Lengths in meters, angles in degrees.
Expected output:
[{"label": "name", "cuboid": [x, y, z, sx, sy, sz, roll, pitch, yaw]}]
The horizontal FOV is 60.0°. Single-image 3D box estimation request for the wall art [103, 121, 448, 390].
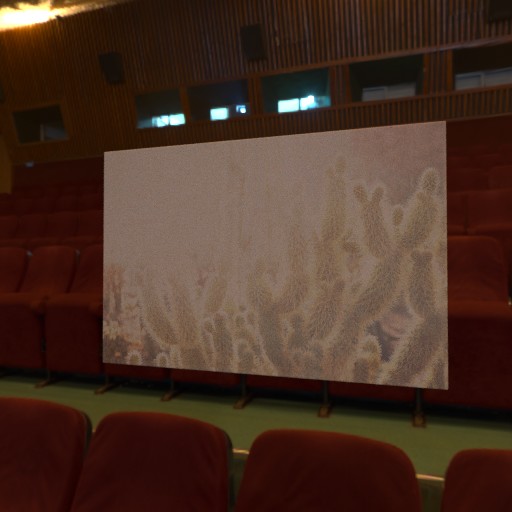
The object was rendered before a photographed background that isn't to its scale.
[{"label": "wall art", "cuboid": [0.000, 0.000, 1.441, 1.142, 0.758, 0.041, 0, -1, 18]}]
